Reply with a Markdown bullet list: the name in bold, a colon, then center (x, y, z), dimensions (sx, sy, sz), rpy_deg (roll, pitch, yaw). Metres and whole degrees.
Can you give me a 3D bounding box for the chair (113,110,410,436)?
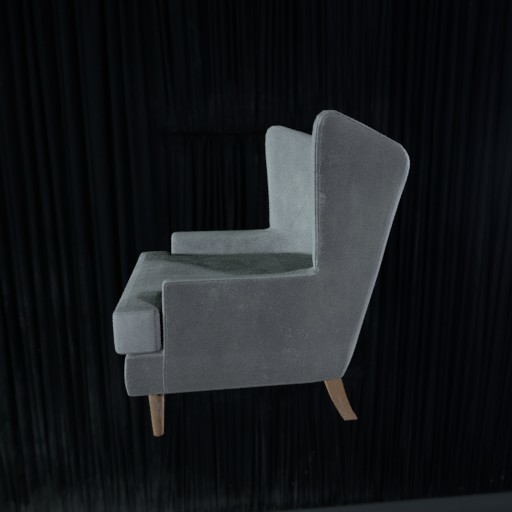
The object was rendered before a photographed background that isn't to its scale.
- **chair**: center (0.000, 0.000, 1.608), dimensions (0.906, 0.950, 0.784), rpy_deg (-2, 13, -8)
